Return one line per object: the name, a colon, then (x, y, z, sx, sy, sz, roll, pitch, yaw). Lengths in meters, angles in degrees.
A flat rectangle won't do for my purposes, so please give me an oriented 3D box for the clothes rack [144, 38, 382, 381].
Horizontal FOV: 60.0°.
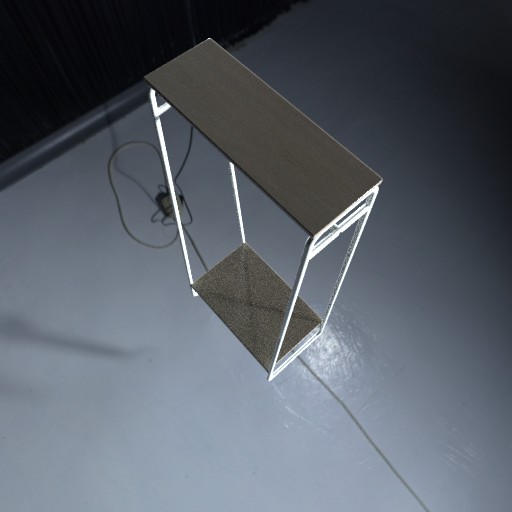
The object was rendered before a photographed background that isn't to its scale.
clothes rack: (0.000, 0.000, 1.783, 0.400, 1.512, 0.640, -39, 70, -17)
